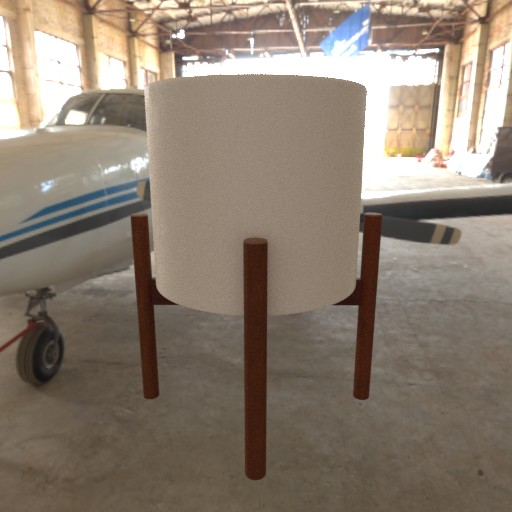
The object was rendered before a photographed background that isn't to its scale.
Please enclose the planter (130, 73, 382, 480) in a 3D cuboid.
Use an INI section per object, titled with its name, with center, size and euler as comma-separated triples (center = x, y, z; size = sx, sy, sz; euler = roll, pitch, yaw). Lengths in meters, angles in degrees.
[planter]
center = 0.000, 0.000, 0.502
size = 0.224, 0.358, 0.224
euler = -14, 20, -43
